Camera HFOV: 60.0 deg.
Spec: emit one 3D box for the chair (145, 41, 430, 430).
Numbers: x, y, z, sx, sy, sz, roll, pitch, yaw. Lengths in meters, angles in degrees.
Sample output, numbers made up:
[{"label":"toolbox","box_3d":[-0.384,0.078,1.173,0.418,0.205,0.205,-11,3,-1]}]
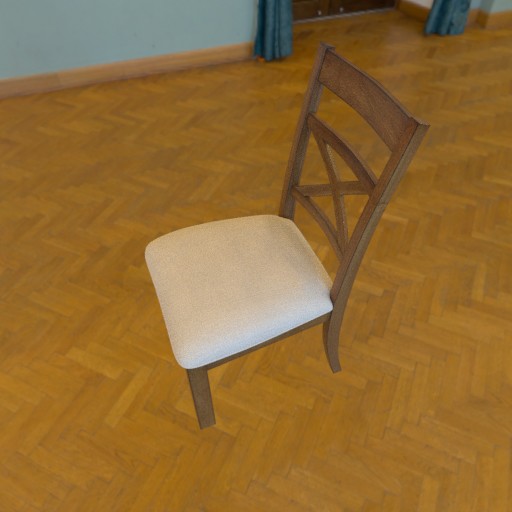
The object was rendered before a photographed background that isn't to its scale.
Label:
[{"label":"chair","box_3d":[0.000,0.000,1.245,0.581,0.949,0.461,-16,49,-14]}]
